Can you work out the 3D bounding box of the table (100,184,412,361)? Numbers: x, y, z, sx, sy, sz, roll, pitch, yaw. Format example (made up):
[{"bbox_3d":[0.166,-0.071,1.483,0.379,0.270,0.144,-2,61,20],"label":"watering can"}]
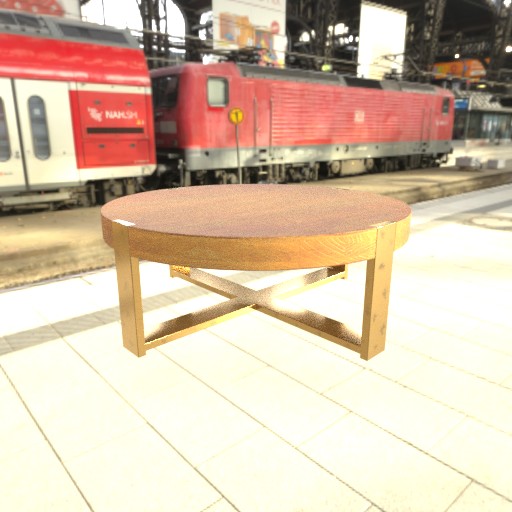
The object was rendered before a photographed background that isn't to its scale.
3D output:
[{"bbox_3d":[0.000,0.000,1.717,1.100,0.420,1.100,0,16,0],"label":"table"}]
